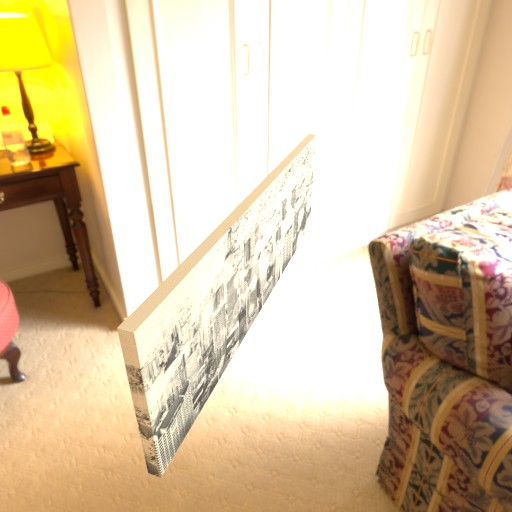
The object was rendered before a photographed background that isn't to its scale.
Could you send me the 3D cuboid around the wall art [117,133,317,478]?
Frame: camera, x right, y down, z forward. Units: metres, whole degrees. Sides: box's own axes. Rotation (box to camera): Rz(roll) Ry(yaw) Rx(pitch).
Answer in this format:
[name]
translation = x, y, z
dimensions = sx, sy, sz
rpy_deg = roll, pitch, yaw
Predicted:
[wall art]
translation = 0.000, 0.000, 1.658
dimensions = 0.044, 0.507, 1.520
rpy_deg = 11, 33, 18
